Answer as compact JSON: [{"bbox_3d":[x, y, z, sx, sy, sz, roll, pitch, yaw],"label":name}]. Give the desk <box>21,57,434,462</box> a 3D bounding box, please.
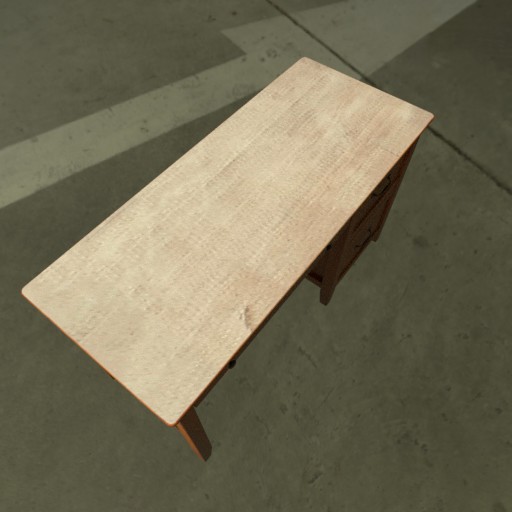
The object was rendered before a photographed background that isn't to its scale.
[{"bbox_3d":[0.000,0.000,1.706,0.574,0.756,1.353,33,63,19],"label":"desk"}]
